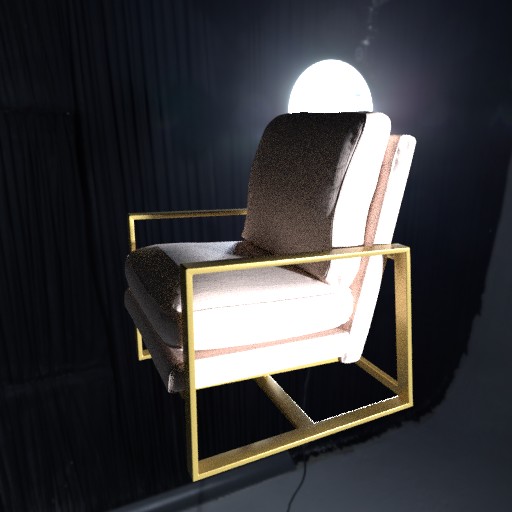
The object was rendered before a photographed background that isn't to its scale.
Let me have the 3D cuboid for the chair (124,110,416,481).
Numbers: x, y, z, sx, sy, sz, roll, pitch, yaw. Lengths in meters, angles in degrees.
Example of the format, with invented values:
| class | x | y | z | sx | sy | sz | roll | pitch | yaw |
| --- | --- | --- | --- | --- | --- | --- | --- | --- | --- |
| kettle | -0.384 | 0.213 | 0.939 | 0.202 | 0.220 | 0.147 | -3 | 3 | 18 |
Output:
| class | x | y | z | sx | sy | sz | roll | pitch | yaw |
| --- | --- | --- | --- | --- | --- | --- | --- | --- | --- |
| chair | 0.000 | 0.000 | 1.519 | 0.813 | 0.956 | 0.758 | -8 | 18 | -24 |
